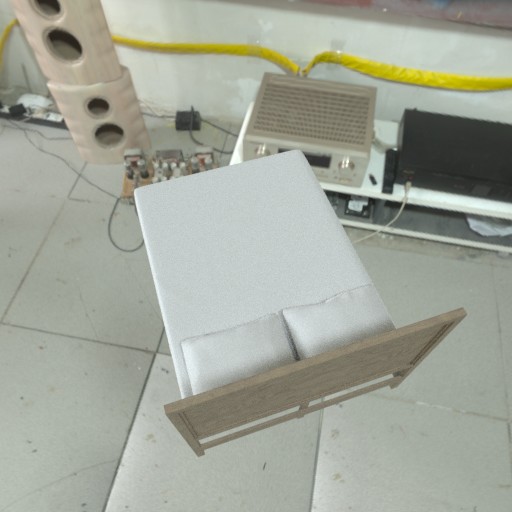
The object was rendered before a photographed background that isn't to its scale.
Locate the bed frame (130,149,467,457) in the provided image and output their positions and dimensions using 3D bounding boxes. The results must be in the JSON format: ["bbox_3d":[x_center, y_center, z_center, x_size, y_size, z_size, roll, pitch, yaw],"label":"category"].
[{"bbox_3d":[0.000,0.000,3.315,1.606,1.369,2.189,-16,59,-10],"label":"bed frame"}]
